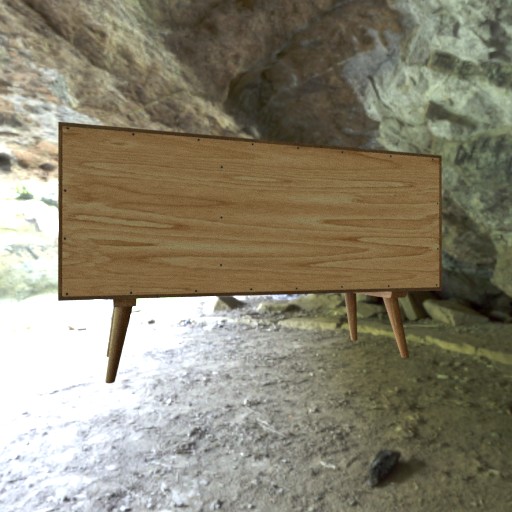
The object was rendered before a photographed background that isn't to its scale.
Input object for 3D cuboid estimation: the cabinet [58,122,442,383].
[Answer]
[{"bbox_3d":[0.000,0.000,1.765,1.400,0.800,0.472,0,0,-18],"label":"cabinet"}]
